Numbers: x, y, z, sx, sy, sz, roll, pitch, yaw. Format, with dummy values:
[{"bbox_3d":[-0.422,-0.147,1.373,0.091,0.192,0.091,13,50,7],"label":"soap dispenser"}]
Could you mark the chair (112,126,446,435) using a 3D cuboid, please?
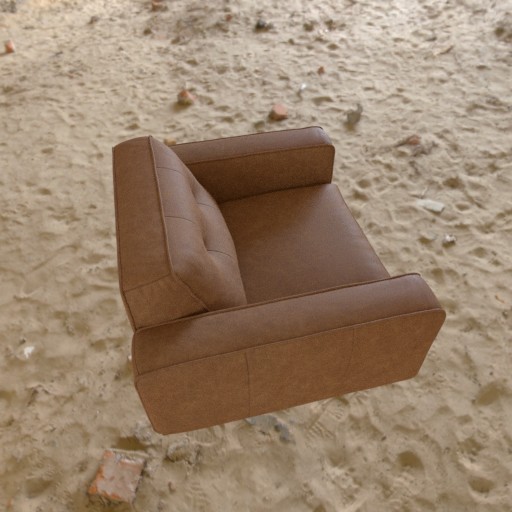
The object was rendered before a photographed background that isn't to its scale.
[{"bbox_3d":[0.000,0.000,1.731,0.952,0.782,1.118,-10,48,-10],"label":"chair"}]
